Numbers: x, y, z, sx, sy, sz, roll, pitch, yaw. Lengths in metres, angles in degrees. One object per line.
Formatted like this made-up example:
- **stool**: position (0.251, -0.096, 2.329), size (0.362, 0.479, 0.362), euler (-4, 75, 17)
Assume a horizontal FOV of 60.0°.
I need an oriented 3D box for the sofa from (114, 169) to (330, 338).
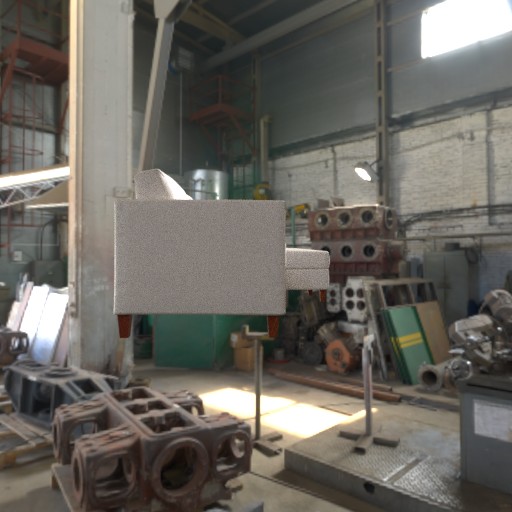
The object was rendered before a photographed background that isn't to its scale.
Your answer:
- **sofa**: position (0.000, 0.000, 4.089), size (1.606, 0.954, 3.471), euler (0, -1, -1)
